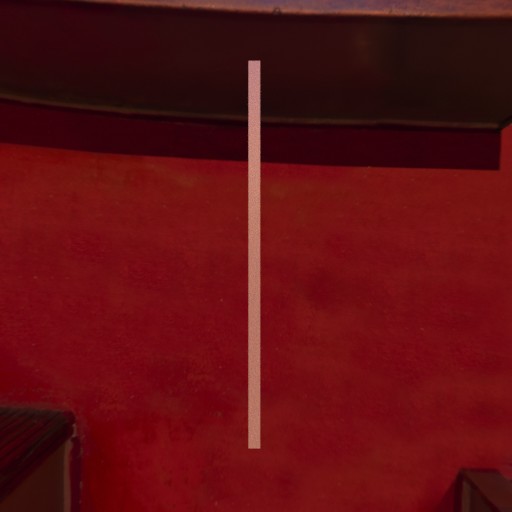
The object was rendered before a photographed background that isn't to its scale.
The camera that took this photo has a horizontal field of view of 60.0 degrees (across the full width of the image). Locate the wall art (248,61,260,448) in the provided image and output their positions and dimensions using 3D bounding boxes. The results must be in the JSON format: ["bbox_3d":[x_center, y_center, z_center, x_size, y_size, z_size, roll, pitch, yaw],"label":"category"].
[{"bbox_3d":[0.000,0.000,1.893,0.030,1.519,0.990,0,90,0],"label":"wall art"}]
